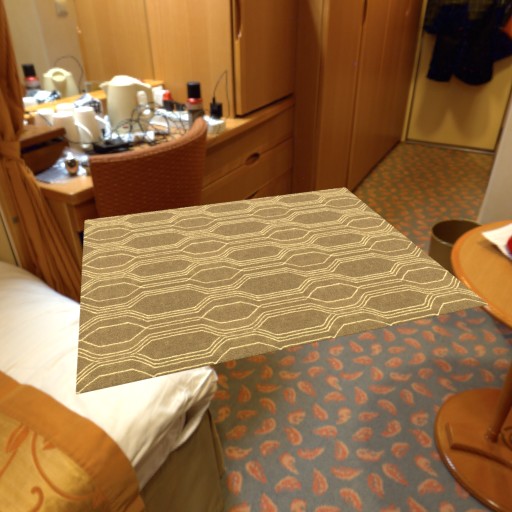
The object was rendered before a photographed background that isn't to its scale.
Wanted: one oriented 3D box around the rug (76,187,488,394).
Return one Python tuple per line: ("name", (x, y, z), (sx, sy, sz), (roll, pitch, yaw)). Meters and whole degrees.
("rug", (0.000, 0.000, 4.099), (3.062, 0.012, 2.457), (-9, 33, -14))
